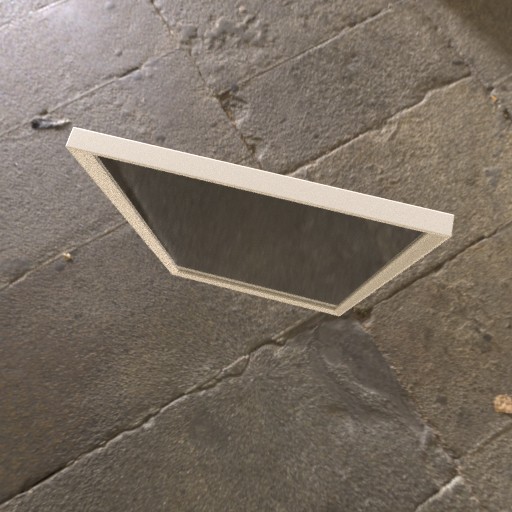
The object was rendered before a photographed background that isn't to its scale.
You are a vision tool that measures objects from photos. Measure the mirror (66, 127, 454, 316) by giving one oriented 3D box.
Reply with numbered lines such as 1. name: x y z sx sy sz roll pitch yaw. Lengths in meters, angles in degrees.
1. mirror: 0.000 0.000 1.125 0.609 0.915 0.041 14 75 4
